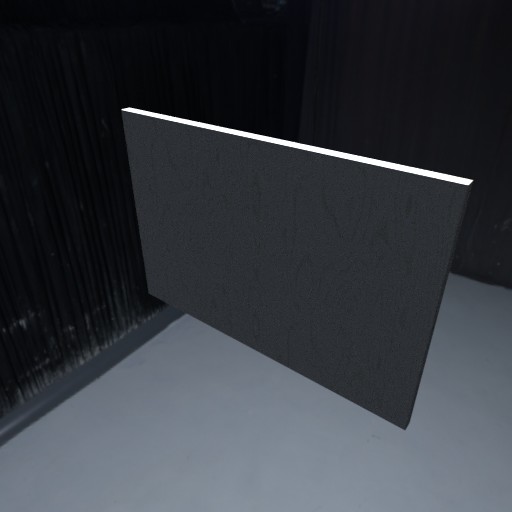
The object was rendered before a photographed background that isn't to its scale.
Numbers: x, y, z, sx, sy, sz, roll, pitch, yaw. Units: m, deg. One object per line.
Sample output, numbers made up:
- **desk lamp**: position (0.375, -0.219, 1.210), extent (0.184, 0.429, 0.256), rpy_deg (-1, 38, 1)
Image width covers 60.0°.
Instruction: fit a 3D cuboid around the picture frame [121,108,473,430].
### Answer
- **picture frame**: position (0.000, 0.000, 1.188), extent (0.950, 0.640, 0.029), rpy_deg (21, 37, 32)
